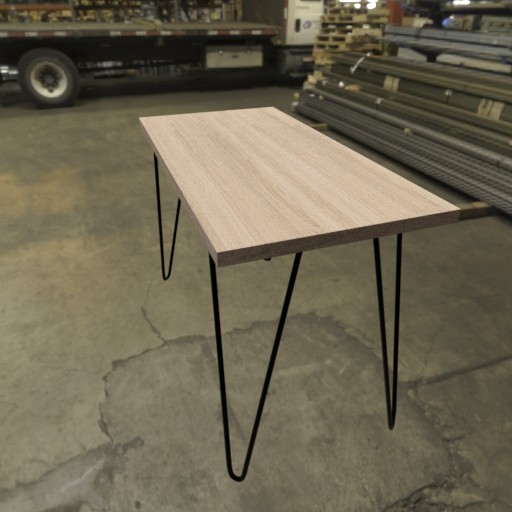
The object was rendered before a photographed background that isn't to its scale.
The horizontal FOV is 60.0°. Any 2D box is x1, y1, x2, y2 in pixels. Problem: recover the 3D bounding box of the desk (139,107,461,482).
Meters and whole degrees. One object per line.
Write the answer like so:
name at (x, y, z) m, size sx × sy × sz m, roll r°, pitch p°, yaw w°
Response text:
desk at (0.000, 0.000, 1.368) m, size 0.499 × 0.660 × 0.991 m, roll -10°, pitch 32°, yaw -17°
